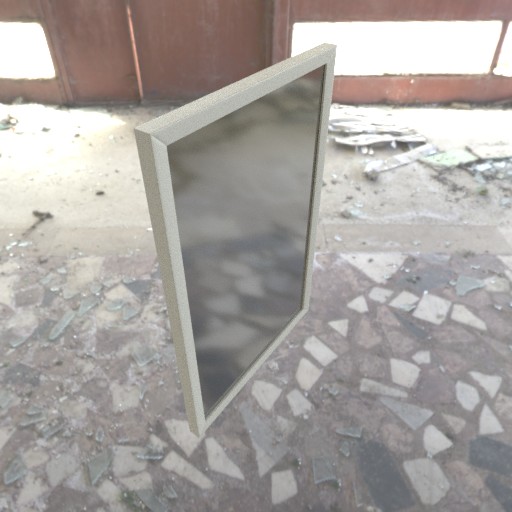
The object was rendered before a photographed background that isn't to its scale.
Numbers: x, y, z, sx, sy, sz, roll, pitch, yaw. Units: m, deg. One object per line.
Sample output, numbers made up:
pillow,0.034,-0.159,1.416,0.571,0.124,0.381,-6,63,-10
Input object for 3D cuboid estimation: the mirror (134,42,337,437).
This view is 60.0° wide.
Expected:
mirror,0.000,0.000,1.164,0.041,0.914,0.609,25,46,27
